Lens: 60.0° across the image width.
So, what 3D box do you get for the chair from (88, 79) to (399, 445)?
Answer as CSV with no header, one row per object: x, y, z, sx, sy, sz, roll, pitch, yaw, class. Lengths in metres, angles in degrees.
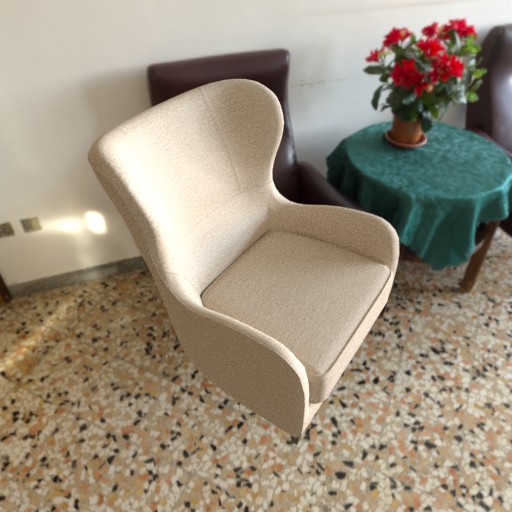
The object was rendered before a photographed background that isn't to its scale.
0.000,0.000,1.790,0.984,1.064,0.861,24,47,25,chair
